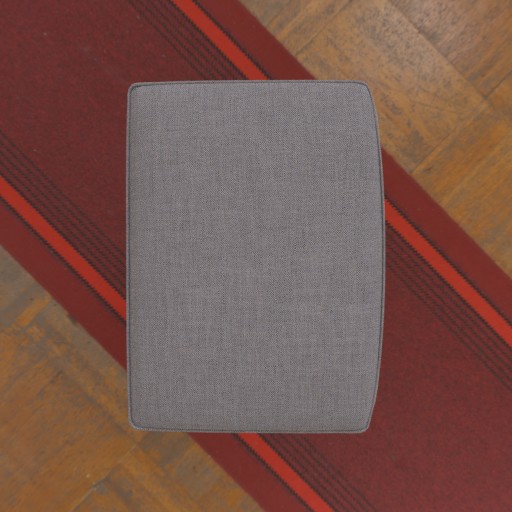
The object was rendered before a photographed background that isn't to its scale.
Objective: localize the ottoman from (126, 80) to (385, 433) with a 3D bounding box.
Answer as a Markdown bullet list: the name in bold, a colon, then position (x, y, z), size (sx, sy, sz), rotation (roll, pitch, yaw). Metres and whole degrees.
- **ottoman**: position (0.000, 0.000, 1.101), size (0.555, 0.458, 0.750), rotation (0, 91, 0)
